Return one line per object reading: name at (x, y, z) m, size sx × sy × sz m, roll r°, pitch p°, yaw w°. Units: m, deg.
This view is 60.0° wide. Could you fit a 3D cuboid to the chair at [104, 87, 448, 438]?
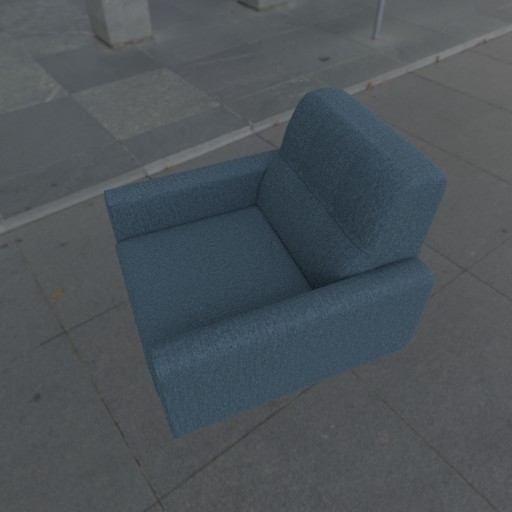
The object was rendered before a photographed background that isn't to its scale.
chair at (0.000, 0.000, 1.665) m, size 0.964 × 0.940 × 0.880 m, roll -16°, pitch 48°, yaw -16°
